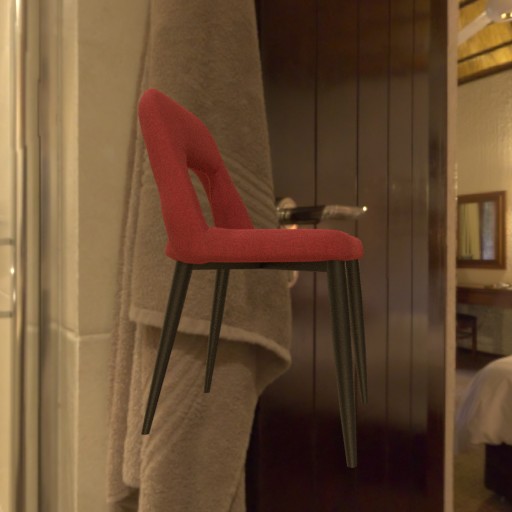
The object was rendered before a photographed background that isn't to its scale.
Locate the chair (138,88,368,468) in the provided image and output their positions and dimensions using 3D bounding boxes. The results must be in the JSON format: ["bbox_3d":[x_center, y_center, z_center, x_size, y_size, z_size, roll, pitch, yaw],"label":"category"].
[{"bbox_3d":[0.000,0.000,1.202,0.569,0.892,0.483,0,0,17],"label":"chair"}]
